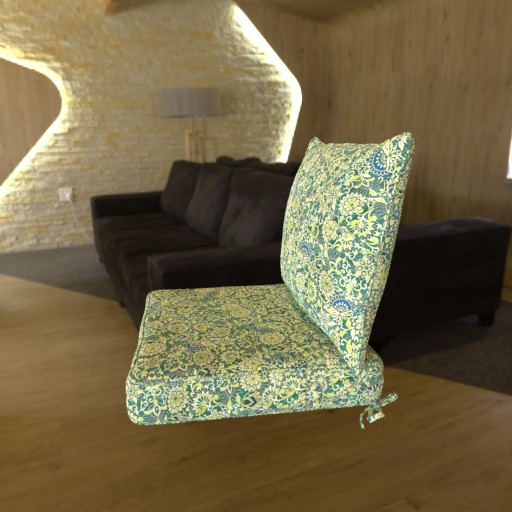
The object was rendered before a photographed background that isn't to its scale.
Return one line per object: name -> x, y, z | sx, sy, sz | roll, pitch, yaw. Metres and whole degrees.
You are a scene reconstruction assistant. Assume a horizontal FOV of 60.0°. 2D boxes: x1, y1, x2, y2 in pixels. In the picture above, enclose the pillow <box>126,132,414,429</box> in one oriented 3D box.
pillow -> 0.000, 0.000, 1.362 | 0.740, 0.722, 0.798 | -2, 15, -9
